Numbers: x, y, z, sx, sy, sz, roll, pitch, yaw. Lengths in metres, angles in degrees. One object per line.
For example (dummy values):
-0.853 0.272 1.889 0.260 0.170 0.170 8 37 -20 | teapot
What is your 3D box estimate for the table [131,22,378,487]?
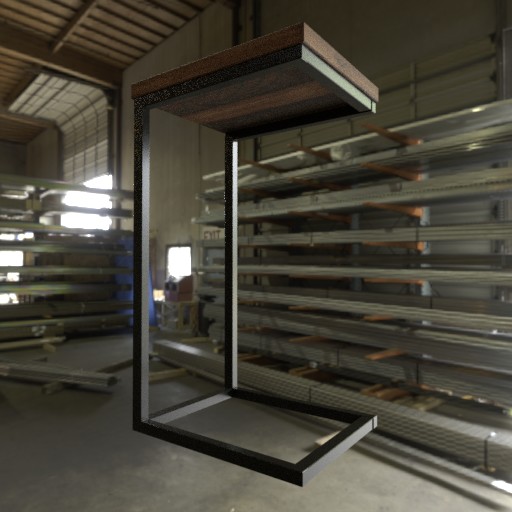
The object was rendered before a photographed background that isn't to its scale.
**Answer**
0.000 0.000 0.930 0.414 0.718 0.323 -1 -1 36 | table
